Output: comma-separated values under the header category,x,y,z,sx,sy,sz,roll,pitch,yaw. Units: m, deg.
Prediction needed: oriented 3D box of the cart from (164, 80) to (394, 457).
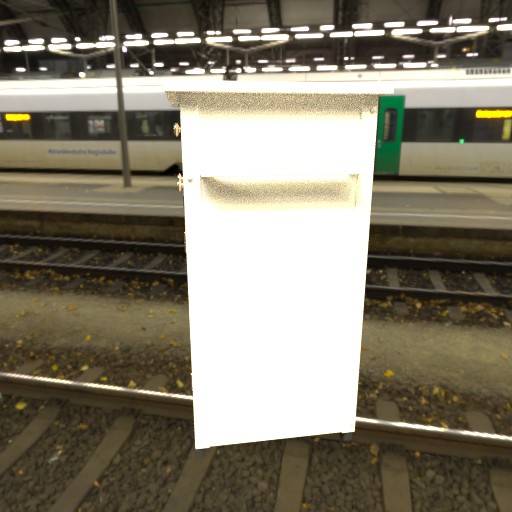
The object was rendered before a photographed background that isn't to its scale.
category,x,y,z,sx,sy,sz,roll,pitch,yaw
cart,0.000,0.000,1.258,0.442,0.864,0.683,-3,16,-9
